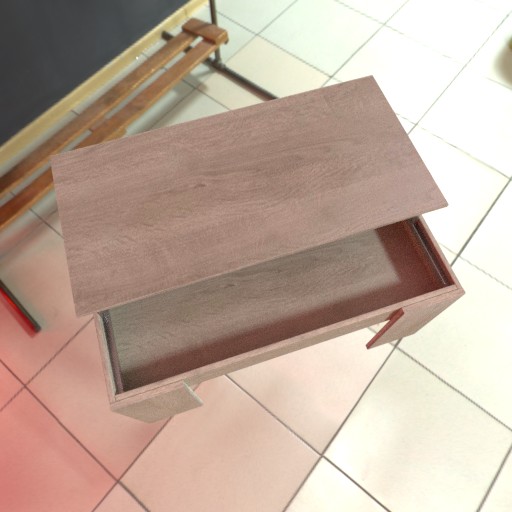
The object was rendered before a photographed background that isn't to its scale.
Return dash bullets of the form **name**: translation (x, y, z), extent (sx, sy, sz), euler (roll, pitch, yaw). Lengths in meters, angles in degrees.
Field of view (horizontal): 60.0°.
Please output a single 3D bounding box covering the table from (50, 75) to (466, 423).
- **table**: translation (0.000, 0.000, 1.440), extent (1.000, 0.570, 0.711), euler (-17, 67, -7)
